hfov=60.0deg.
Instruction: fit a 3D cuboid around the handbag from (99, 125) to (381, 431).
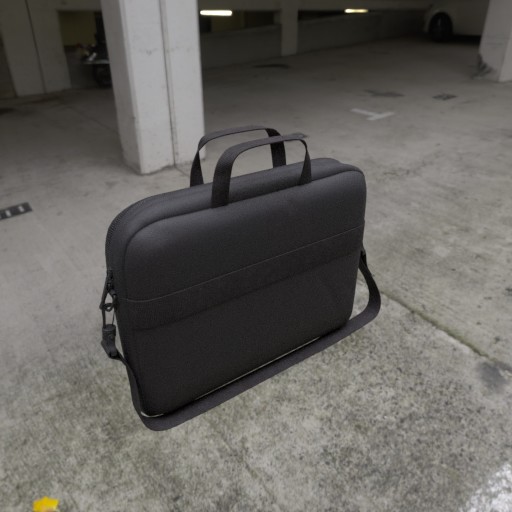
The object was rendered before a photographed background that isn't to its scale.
[{"bbox_3d":[0.000,0.000,0.437,0.320,0.244,0.089,-19,35,-30],"label":"handbag"}]
